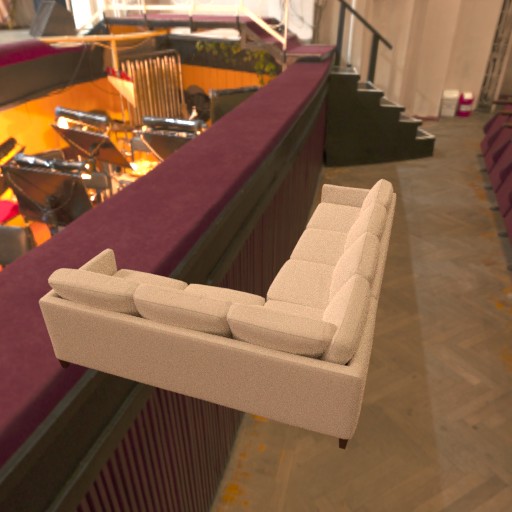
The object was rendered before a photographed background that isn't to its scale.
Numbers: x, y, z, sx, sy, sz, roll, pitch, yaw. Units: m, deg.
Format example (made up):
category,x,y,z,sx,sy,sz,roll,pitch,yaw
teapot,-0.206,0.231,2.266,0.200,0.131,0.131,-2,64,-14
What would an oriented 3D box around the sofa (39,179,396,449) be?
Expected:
category,x,y,z,sx,sy,sz,roll,pitch,yaw
sofa,0.000,0.000,4.604,2.593,0.947,3.302,10,32,16
